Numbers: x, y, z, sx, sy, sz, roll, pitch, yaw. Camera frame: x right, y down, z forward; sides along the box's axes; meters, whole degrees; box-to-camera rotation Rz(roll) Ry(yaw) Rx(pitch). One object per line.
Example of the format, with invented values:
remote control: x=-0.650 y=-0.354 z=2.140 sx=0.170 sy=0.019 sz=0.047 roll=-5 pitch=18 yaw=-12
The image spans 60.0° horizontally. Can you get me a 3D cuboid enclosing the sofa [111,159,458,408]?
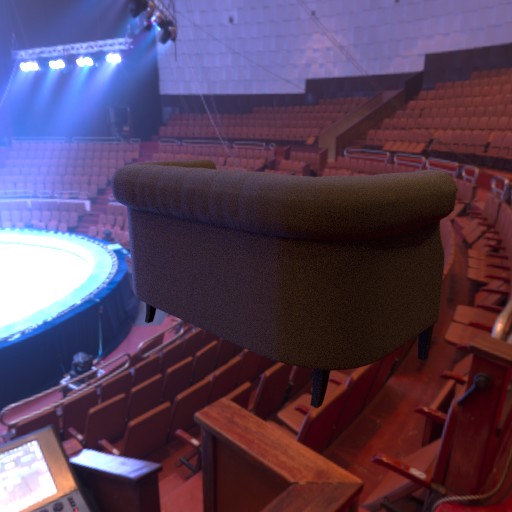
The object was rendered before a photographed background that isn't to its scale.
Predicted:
sofa: x=0.000 y=0.000 z=2.047 sx=1.558 sy=0.827 sz=0.835 roll=14 pitch=20 yaw=42
